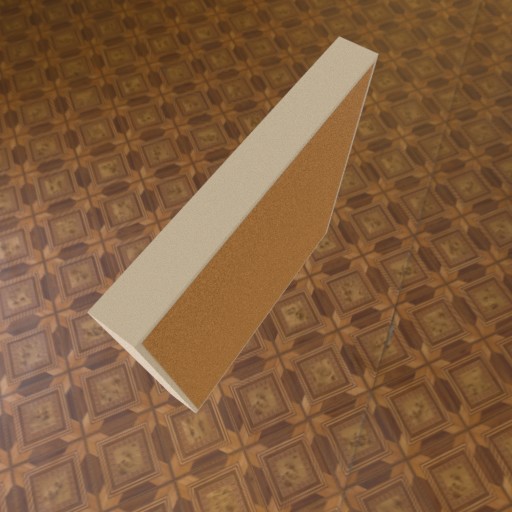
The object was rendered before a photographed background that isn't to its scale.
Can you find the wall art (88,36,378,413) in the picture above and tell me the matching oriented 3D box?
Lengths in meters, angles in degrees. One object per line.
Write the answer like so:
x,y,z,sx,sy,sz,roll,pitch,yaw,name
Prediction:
0.000,0.000,0.458,0.038,0.304,0.305,32,68,15,wall art
